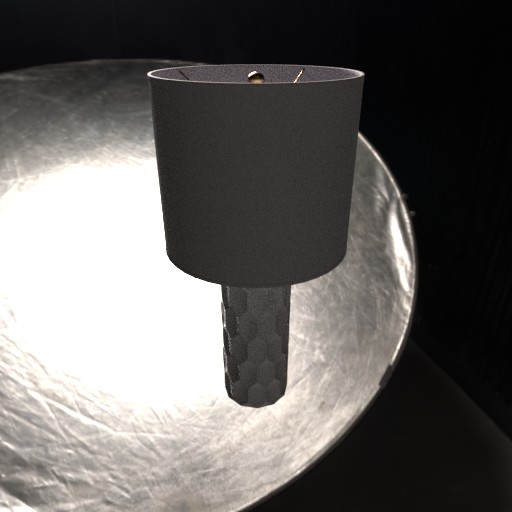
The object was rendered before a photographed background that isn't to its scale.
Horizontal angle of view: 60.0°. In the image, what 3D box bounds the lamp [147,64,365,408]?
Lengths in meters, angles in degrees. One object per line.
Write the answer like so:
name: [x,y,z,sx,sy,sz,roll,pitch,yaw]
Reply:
lamp: [0.000,0.000,0.697,0.277,0.537,0.277,-8,28,-16]
